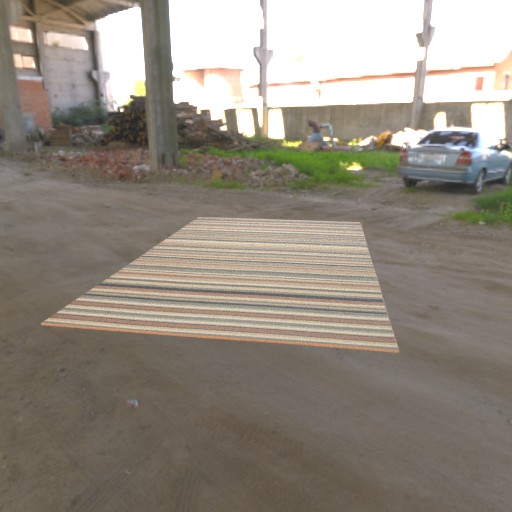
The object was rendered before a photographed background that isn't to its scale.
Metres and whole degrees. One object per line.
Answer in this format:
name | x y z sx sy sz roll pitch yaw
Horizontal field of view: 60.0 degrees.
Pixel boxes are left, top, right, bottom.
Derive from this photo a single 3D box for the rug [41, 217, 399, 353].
rug | 0.000 0.000 2.985 1.523 0.014 2.438 3 16 9
